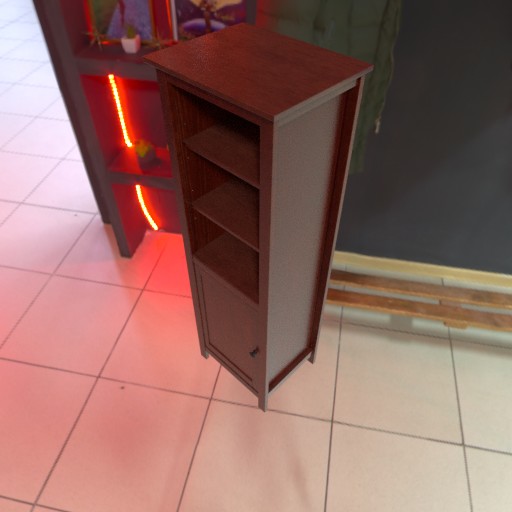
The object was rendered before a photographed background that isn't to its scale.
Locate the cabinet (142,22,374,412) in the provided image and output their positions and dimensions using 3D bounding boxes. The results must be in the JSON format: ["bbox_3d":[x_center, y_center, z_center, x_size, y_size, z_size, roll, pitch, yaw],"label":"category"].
[{"bbox_3d":[0.000,0.000,1.752,0.500,1.518,0.401,34,54,29],"label":"cabinet"}]
